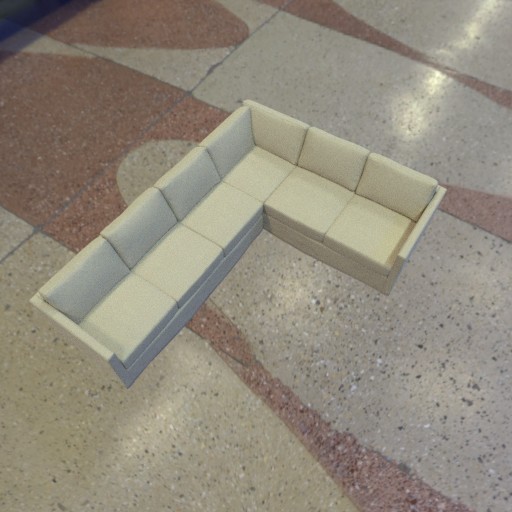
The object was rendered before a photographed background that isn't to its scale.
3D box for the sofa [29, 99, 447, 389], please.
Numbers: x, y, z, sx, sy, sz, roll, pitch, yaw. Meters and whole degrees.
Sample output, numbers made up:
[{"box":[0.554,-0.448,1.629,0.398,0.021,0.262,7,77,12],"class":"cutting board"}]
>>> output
[{"box":[0.000,0.000,4.231,2.432,0.871,3.182,30,61,18],"class":"sofa"}]
